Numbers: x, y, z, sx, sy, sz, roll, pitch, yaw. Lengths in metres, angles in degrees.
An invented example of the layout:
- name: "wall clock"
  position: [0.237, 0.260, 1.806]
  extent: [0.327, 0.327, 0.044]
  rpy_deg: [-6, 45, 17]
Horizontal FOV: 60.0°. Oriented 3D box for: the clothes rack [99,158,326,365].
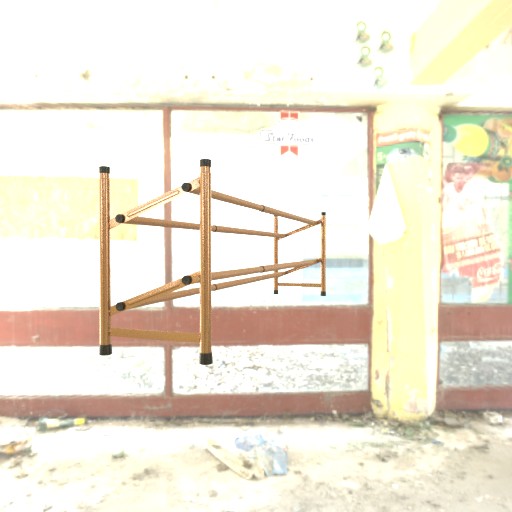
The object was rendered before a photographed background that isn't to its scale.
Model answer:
- name: "clothes rack"
  position: [0.000, 0.000, 1.331]
  extent: [0.229, 0.349, 1.168]
  rpy_deg: [0, 1, 19]
